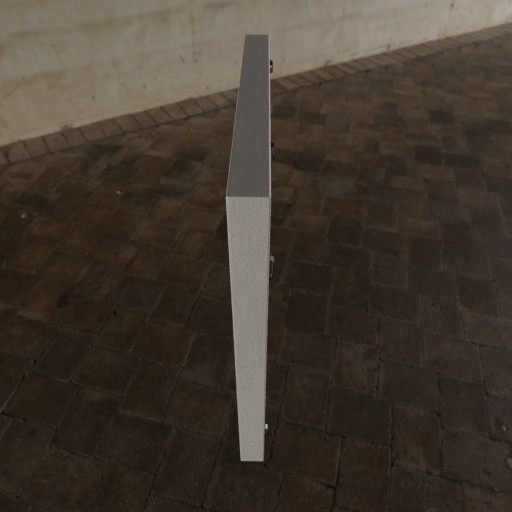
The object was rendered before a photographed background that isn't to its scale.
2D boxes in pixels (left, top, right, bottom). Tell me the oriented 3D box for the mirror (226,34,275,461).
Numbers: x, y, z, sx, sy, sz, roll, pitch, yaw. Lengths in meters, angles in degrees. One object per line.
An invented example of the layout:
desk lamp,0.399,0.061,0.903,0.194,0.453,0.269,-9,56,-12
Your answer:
mirror,0.000,0.000,0.674,0.041,0.508,0.405,1,43,1
